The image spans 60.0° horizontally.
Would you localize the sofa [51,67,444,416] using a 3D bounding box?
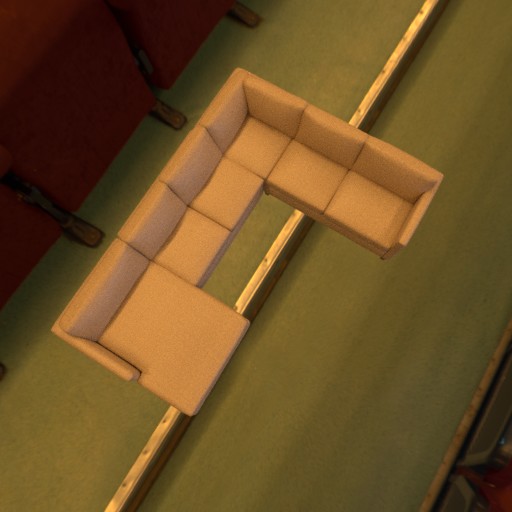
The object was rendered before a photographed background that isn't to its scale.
[{"bbox_3d":[0.000,0.000,4.682,2.594,0.961,3.460,30,78,7],"label":"sofa"}]
